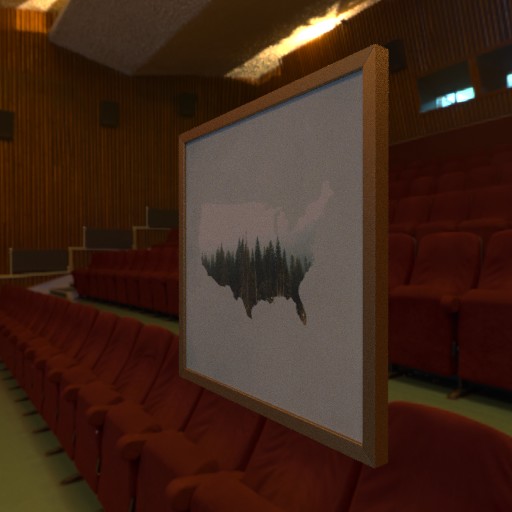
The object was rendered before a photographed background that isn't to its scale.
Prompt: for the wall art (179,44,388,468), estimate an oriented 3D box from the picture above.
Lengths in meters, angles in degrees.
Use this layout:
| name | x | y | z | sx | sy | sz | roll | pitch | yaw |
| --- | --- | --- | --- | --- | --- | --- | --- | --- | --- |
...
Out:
| name | x | y | z | sx | sy | sz | roll | pitch | yaw |
| --- | --- | --- | --- | --- | --- | --- | --- | --- | --- |
| wall art | 0.000 | 0.000 | 1.111 | 0.038 | 0.762 | 0.762 | 0 | 0 | -37 |
